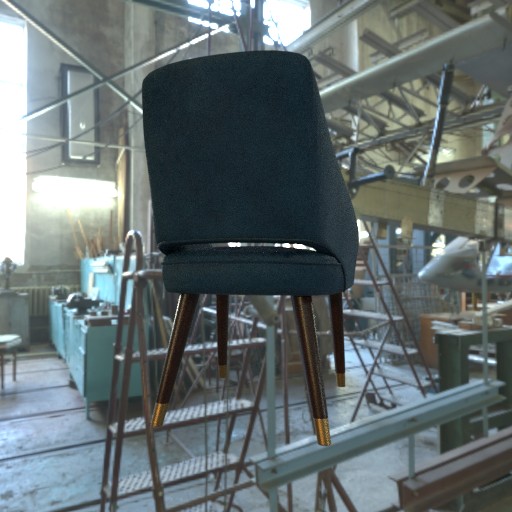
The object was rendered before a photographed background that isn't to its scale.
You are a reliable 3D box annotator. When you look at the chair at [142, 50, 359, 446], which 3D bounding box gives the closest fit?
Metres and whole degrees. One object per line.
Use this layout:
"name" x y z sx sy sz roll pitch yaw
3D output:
"chair" 0.000 0.000 1.559 0.683 1.081 0.794 0 -1 16
